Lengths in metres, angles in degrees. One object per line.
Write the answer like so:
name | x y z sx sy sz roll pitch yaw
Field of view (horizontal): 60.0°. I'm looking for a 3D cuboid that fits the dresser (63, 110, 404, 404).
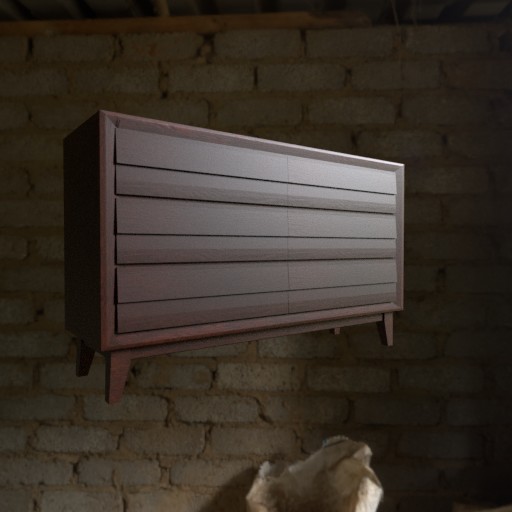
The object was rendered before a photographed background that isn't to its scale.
dresser | 0.000 0.000 2.111 1.609 0.971 0.499 -1 1 -36
